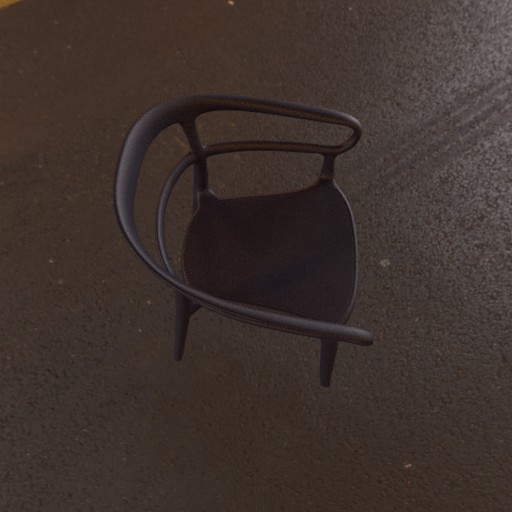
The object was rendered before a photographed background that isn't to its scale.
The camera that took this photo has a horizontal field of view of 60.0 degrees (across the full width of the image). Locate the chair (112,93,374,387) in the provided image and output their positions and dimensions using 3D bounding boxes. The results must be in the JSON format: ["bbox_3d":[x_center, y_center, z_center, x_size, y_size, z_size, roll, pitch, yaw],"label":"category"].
[{"bbox_3d":[0.000,0.000,1.170,0.527,0.761,0.559,3,64,2],"label":"chair"}]
